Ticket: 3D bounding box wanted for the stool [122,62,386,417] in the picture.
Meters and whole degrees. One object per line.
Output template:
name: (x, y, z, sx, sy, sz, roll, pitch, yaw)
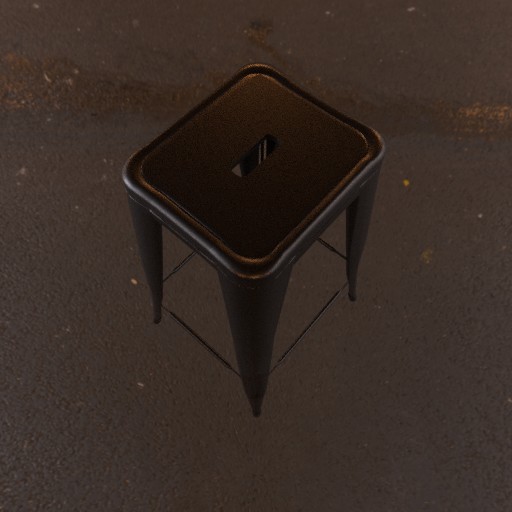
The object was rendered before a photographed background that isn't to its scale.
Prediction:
stool: (0.000, 0.000, 0.858, 0.359, 0.609, 0.399, 38, 70, 17)
